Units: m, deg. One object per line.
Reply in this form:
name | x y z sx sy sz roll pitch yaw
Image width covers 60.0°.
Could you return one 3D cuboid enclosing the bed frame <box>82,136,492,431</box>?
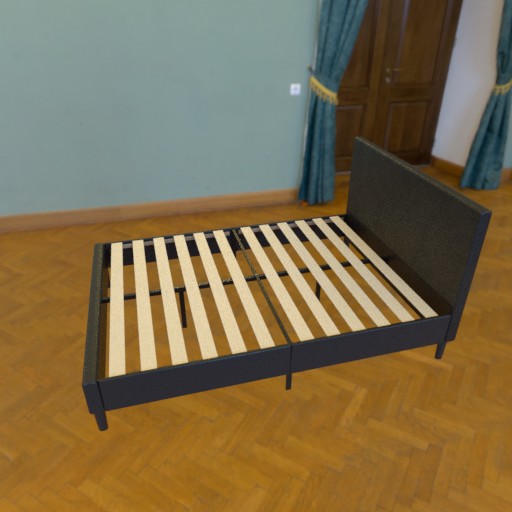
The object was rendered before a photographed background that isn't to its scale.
bed frame | 0.000 0.000 2.927 2.152 1.046 1.469 -8 31 -13
